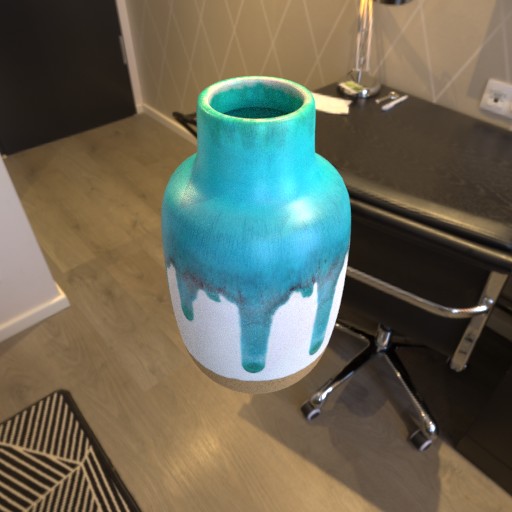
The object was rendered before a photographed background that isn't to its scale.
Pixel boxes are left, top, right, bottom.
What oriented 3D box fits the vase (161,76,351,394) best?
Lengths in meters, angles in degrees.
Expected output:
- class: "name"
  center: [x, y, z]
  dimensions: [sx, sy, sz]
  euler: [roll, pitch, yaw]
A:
- class: "vase"
  center: [0.000, 0.000, 0.262]
  dimensions: [0.106, 0.192, 0.106]
  euler: [0, 42, 0]
